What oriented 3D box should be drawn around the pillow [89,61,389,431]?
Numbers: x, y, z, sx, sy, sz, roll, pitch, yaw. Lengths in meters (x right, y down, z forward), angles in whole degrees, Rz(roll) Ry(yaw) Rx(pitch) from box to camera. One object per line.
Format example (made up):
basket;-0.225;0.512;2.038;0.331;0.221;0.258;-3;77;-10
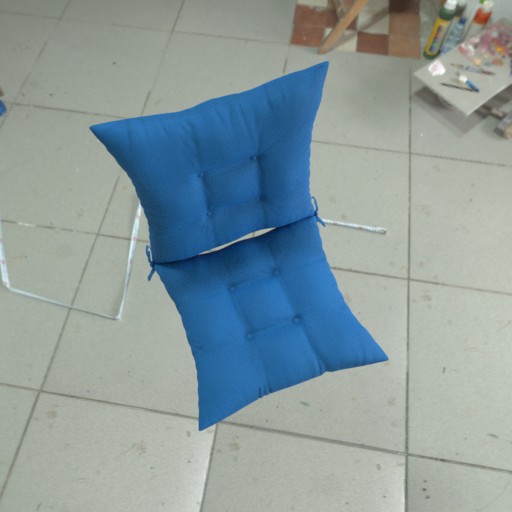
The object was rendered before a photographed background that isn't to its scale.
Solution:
pillow;0.000;0.000;1.015;0.541;0.536;0.585;-18;65;-9
